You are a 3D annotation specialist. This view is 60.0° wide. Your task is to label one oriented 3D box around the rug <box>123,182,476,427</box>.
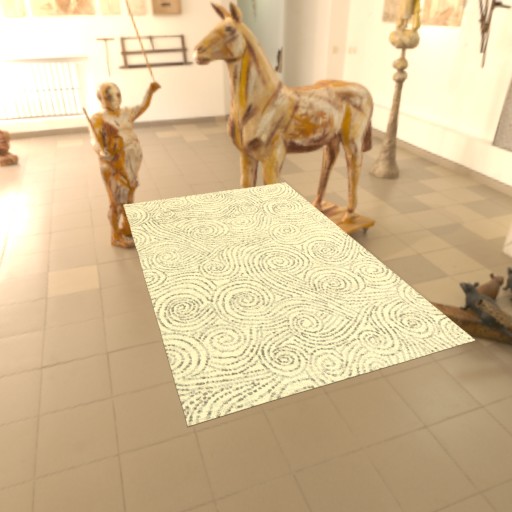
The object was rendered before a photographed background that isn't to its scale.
[{"bbox_3d":[0.000,0.000,3.052,1.524,0.005,2.439,-11,32,-18],"label":"rug"}]
